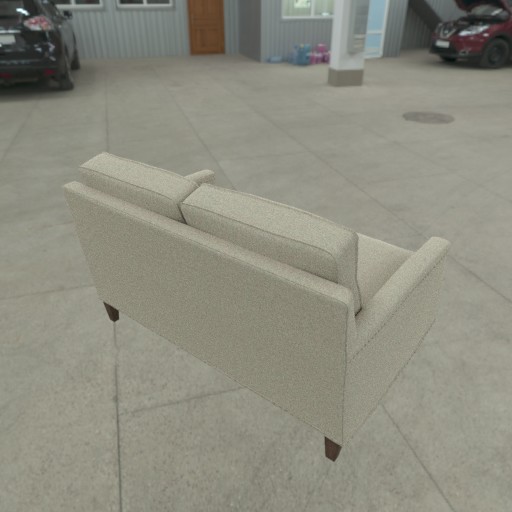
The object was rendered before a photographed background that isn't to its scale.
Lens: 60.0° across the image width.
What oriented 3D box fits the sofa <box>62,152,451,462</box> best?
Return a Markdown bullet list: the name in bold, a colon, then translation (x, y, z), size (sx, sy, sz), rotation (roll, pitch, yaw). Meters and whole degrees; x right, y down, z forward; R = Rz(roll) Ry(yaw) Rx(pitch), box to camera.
- **sofa**: translation (0.000, 0.000, 2.216), size (1.597, 1.003, 1.084), rotation (22, 37, 32)
